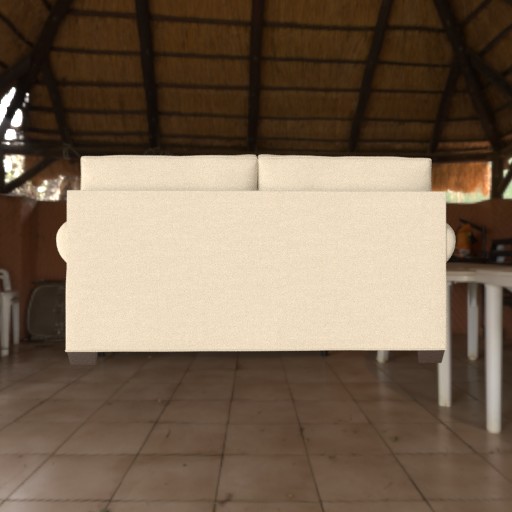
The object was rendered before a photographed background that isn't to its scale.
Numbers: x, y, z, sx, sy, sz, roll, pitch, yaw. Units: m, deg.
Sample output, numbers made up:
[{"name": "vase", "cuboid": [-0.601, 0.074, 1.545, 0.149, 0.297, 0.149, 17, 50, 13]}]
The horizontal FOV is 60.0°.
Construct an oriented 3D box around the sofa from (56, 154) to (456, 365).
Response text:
[{"name": "sofa", "cuboid": [0.000, 0.000, 2.308, 1.774, 0.933, 0.861, 0, 0, -1]}]
